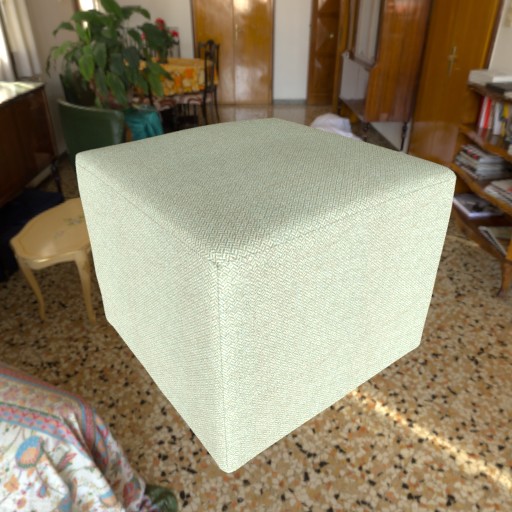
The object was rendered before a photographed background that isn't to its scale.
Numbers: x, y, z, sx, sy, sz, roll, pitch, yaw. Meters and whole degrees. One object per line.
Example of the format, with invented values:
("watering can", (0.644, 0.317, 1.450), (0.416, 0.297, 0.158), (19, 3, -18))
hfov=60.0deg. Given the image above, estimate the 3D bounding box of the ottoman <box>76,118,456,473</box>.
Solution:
("ottoman", (0.000, 0.000, 0.900), (0.512, 0.453, 0.521), (-21, 36, -32))
